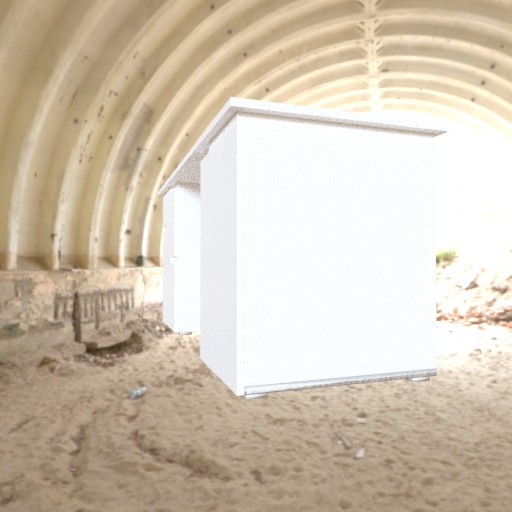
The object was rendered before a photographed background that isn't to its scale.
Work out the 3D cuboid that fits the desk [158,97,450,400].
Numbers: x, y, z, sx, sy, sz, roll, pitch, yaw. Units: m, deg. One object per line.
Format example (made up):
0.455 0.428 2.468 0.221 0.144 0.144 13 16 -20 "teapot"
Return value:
0.000 0.000 1.939 0.670 0.760 1.580 0 -1 -19 "desk"
